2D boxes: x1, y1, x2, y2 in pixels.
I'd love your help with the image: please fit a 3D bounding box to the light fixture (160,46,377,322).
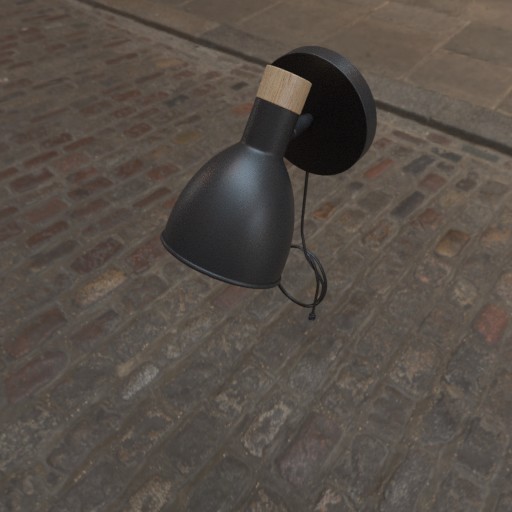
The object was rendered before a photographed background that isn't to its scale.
[{"bbox_3d":[0.000,0.000,0.489,0.127,0.401,0.203,31,55,25],"label":"light fixture"}]
